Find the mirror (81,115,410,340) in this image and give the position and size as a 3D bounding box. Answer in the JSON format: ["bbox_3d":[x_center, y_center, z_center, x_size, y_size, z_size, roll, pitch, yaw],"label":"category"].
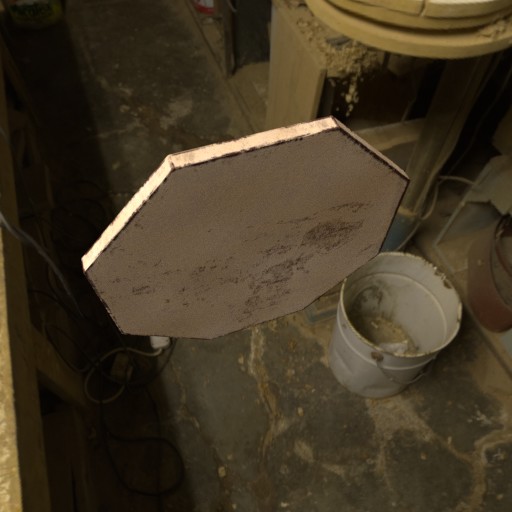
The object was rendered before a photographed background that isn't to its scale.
[{"bbox_3d":[0.000,0.000,0.950,0.648,0.648,0.031,-17,59,-10],"label":"mirror"}]
